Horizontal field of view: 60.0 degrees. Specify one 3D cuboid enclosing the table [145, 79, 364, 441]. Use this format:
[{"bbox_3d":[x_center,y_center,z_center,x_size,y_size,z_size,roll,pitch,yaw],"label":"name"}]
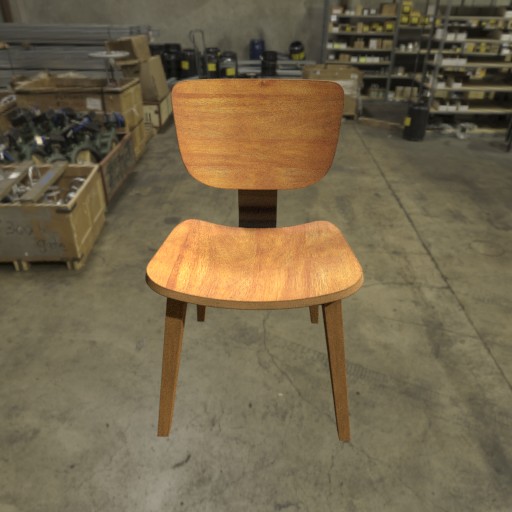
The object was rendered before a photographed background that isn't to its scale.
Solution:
[{"bbox_3d":[0.000,0.000,1.150,0.499,0.805,0.500,1,30,1],"label":"table"}]
